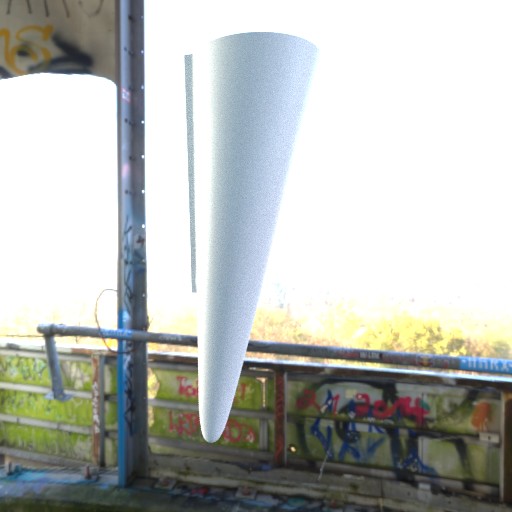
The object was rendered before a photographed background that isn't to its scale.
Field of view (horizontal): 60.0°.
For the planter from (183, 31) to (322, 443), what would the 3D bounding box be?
[{"bbox_3d":[0.000,0.000,0.220,0.064,0.193,0.057,0,1,18],"label":"planter"}]
